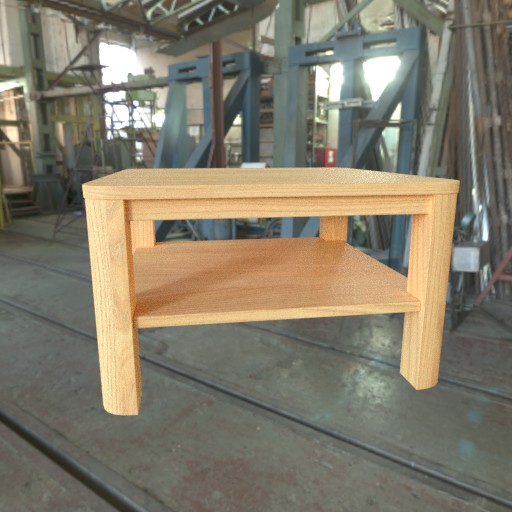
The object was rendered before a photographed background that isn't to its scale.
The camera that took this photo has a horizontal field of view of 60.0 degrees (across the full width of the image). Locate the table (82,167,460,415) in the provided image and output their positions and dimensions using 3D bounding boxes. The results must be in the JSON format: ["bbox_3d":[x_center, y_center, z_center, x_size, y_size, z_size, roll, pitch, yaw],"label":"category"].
[{"bbox_3d":[0.000,0.000,1.229,0.750,0.450,0.750,-2,14,-9],"label":"table"}]
